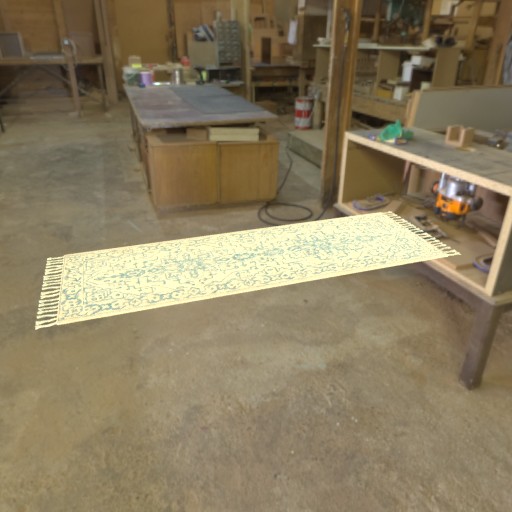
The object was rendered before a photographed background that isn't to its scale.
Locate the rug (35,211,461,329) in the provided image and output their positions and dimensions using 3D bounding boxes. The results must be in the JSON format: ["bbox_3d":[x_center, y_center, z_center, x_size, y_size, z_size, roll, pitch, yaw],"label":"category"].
[{"bbox_3d":[0.000,0.000,2.743,2.449,0.011,0.774,-9,28,-16],"label":"rug"}]
